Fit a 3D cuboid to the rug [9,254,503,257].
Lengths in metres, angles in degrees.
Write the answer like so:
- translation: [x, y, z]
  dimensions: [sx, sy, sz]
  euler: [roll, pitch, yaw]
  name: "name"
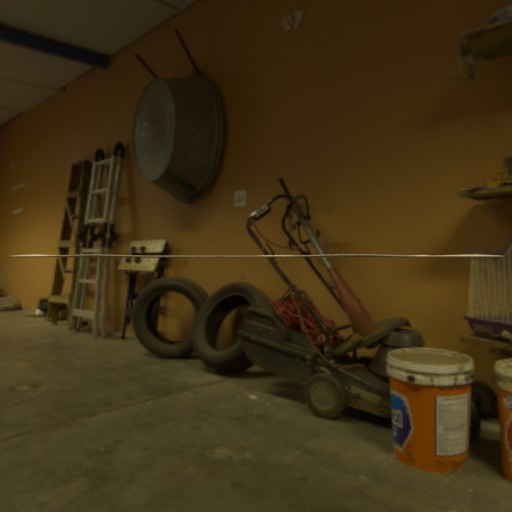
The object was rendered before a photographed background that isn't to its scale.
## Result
- translation: [0.000, 0.000, 2.947]
  dimensions: [2.439, 0.015, 1.524]
  euler: [0, 0, -1]
  name: "rug"
